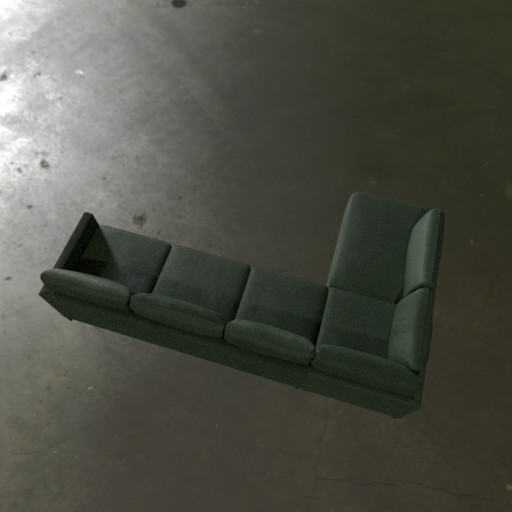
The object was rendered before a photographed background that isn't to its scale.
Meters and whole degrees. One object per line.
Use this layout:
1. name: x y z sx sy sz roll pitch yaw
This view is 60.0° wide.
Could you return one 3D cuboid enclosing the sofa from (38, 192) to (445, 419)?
1. sofa: 0.000 0.000 4.315 3.384 0.996 2.048 15 64 7
